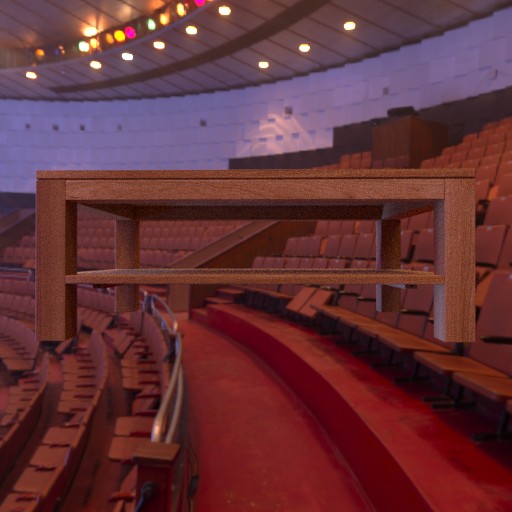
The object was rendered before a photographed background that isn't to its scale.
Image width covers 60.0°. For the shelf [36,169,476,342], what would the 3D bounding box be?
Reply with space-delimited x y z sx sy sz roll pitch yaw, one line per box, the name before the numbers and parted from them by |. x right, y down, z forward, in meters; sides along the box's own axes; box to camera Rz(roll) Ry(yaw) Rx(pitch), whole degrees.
shelf | 0.000 0.000 1.508 1.150 0.450 0.700 0 0 1
